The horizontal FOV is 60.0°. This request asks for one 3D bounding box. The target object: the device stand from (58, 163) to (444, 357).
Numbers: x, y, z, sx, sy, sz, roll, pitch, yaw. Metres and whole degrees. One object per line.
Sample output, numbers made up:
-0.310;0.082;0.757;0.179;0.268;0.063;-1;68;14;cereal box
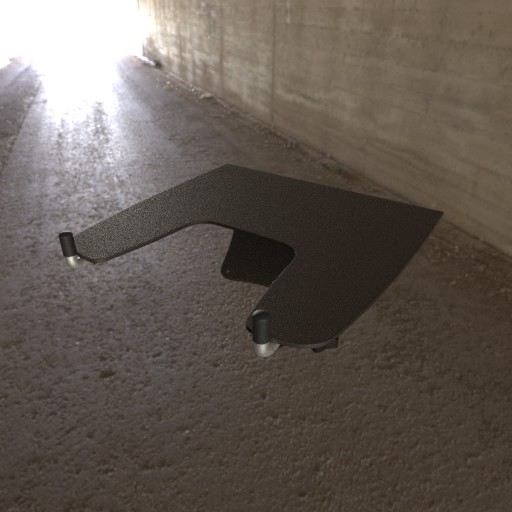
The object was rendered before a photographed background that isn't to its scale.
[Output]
0.000;0.000;0.358;0.230;0.092;0.230;19;35;29;device stand
